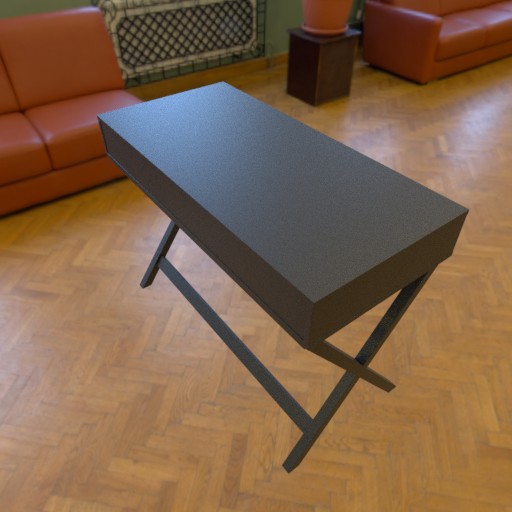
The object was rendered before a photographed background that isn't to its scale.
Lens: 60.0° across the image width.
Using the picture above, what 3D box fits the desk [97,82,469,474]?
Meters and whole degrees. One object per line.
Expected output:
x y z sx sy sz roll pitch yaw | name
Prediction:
0.000 0.000 1.526 0.525 0.780 1.057 -26 48 -27 | desk
